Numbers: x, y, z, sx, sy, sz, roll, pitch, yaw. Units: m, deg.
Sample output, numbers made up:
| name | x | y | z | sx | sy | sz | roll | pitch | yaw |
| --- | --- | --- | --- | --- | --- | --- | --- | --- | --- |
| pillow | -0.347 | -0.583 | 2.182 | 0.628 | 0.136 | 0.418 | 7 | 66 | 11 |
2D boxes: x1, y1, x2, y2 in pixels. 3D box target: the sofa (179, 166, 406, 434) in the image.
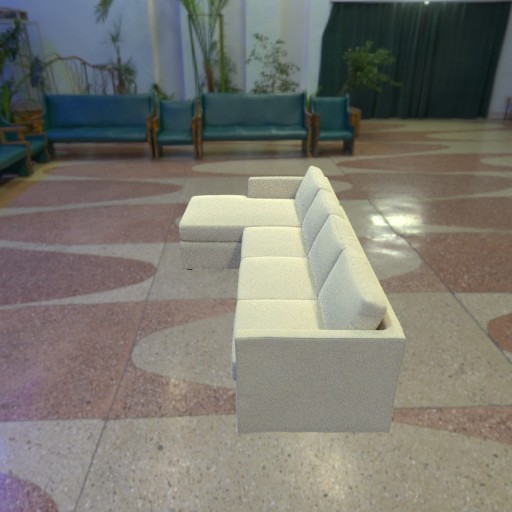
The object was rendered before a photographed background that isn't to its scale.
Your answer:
| name | x | y | z | sx | sy | sz | roll | pitch | yaw |
| --- | --- | --- | --- | --- | --- | --- | --- | --- | --- |
| sofa | 0.000 | 0.000 | 3.919 | 1.650 | 0.922 | 3.205 | 0 | 26 | 1 |
